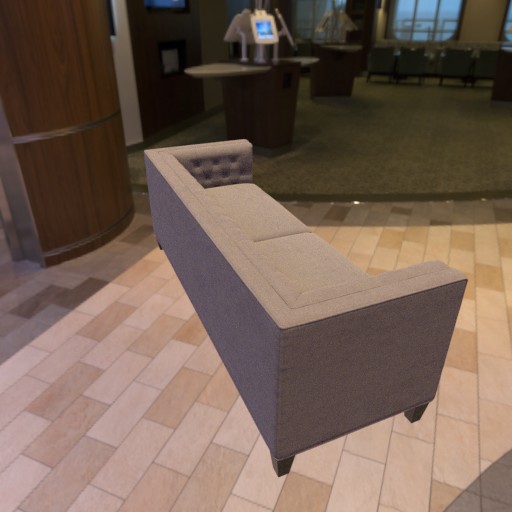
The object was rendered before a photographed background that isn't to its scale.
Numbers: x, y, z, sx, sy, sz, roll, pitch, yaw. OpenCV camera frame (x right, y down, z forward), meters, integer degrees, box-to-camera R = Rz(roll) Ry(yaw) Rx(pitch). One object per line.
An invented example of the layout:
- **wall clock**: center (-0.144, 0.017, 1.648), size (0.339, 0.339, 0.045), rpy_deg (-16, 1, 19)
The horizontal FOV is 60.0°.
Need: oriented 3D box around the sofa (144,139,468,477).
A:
- **sofa**: center (0.000, 0.000, 2.526), size (0.775, 0.762, 2.159), rpy_deg (-12, 31, -20)
